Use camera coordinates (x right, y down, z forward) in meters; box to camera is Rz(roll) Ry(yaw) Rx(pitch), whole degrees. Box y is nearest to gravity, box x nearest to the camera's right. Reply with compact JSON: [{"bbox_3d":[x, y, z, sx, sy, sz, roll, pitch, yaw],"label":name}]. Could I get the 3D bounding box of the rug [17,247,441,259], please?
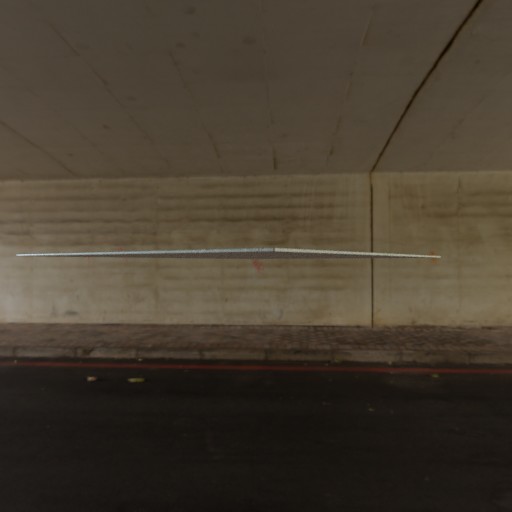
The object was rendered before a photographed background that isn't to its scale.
[{"bbox_3d":[0.000,0.000,3.977,2.420,0.019,3.039,-1,-1,36],"label":"rug"}]
